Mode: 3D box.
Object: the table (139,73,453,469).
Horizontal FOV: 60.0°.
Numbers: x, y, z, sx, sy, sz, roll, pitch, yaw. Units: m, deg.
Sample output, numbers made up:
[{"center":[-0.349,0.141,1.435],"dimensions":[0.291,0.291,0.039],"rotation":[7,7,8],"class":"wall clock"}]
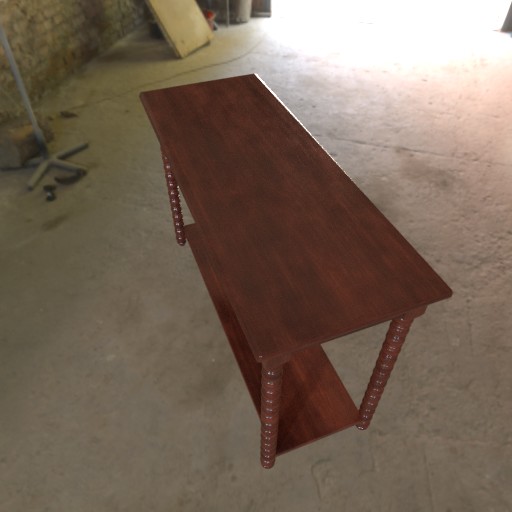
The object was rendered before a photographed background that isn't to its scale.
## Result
[{"center":[0.000,0.000,1.533],"dimensions":[0.459,0.740,1.184],"rotation":[-15,47,-15],"class":"table"}]
